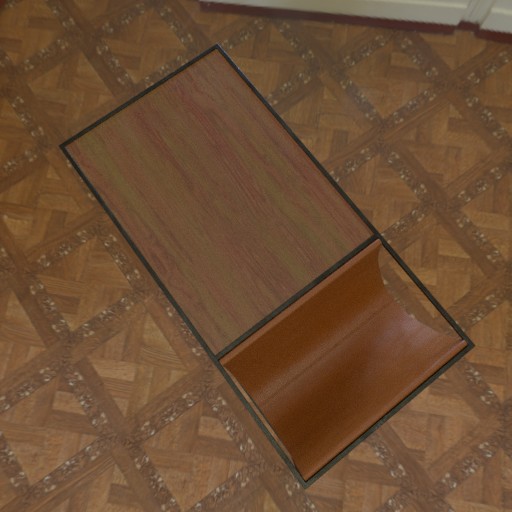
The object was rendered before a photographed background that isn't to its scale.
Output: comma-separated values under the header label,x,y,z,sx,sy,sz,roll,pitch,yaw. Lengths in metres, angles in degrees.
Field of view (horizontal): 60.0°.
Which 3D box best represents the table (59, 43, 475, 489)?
label,x,y,z,sx,sy,sz,roll,pitch,yaw
table,0.000,0.000,1.470,0.597,0.403,1.199,-36,79,-8
